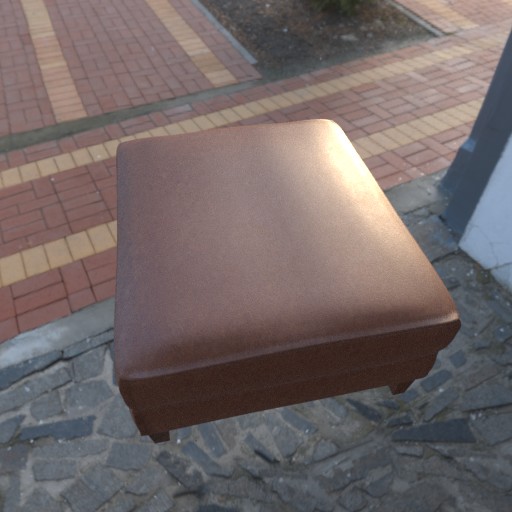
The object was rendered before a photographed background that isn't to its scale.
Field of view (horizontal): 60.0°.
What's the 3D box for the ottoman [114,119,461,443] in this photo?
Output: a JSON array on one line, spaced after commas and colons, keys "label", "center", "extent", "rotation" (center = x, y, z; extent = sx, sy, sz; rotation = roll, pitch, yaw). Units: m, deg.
[{"label": "ottoman", "center": [0.000, 0.000, 1.450], "extent": [0.836, 0.472, 0.987], "rotation": [-9, 47, -8]}]
